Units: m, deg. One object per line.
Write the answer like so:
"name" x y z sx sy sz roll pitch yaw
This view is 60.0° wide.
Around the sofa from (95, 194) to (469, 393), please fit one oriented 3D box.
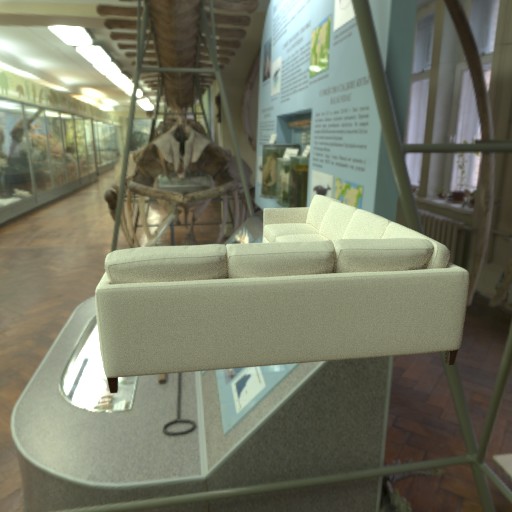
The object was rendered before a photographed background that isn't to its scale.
"sofa" 0.000 0.000 4.542 2.593 0.947 3.302 -2 15 -9
